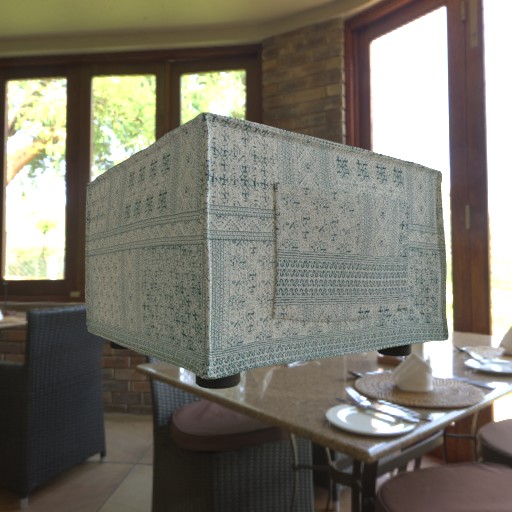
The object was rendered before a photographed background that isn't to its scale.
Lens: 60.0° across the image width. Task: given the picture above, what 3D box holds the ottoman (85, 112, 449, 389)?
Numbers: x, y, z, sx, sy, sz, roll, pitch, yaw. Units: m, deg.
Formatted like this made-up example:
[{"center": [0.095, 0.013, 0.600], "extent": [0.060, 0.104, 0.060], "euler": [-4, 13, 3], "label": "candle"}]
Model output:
[{"center": [0.000, 0.000, 1.037], "extent": [0.617, 0.439, 0.626], "euler": [1, -3, -36], "label": "ottoman"}]
